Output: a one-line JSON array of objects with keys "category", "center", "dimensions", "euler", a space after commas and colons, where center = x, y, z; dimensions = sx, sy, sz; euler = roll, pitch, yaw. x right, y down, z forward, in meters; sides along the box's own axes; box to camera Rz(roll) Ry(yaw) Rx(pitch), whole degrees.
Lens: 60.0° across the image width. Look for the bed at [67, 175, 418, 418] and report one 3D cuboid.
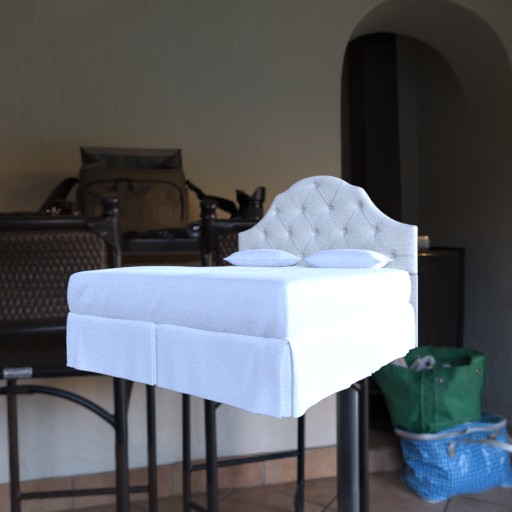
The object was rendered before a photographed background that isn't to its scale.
[{"category": "bed", "center": [0.000, 0.000, 3.590], "dimensions": [2.008, 1.615, 2.214], "euler": [0, 0, 35]}]
